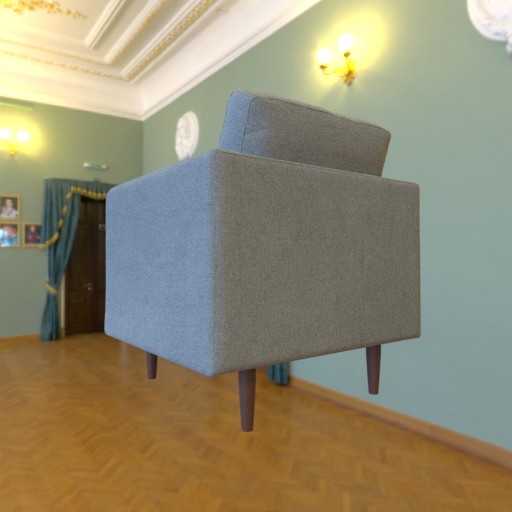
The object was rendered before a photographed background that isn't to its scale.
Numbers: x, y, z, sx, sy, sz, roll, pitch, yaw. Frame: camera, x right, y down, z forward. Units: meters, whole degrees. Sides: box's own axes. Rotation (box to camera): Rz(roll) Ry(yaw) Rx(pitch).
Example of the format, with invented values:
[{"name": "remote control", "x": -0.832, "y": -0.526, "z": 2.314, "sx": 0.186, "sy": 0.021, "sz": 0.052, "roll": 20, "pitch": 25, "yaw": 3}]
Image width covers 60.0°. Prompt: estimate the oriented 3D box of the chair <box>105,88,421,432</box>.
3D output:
[{"name": "chair", "x": 0.000, "y": 0.000, "z": 1.588, "sx": 0.855, "sy": 0.927, "sz": 0.800, "roll": 0, "pitch": 0, "yaw": -37}]
